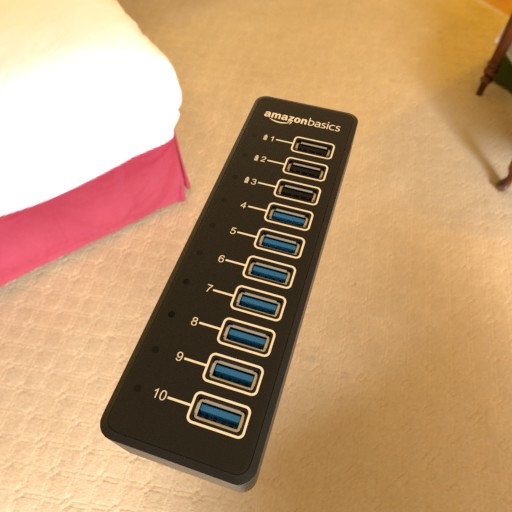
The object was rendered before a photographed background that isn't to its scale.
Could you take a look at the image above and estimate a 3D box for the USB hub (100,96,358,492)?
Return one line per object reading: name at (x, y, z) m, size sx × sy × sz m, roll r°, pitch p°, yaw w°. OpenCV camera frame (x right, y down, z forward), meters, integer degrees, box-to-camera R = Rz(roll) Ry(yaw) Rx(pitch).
USB hub at (0.000, 0.000, 0.159) m, size 0.044 × 0.023 × 0.145 m, roll 15°, pitch 59°, yaw 9°
